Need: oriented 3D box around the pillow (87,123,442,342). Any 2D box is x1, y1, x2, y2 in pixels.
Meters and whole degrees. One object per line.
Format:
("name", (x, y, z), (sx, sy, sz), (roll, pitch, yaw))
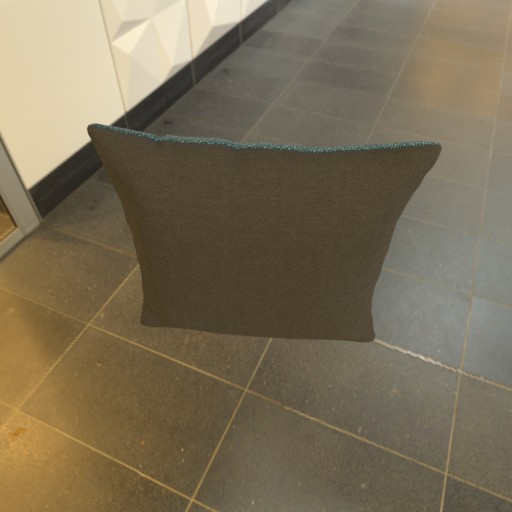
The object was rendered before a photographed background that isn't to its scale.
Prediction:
("pillow", (0.000, 0.000, 0.673), (0.436, 0.430, 0.138), (3, 47, 3))
